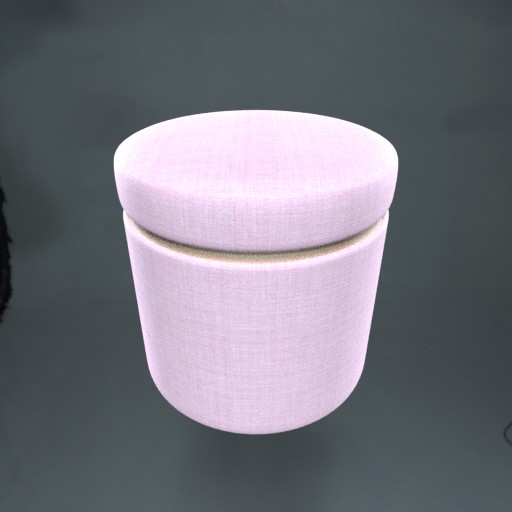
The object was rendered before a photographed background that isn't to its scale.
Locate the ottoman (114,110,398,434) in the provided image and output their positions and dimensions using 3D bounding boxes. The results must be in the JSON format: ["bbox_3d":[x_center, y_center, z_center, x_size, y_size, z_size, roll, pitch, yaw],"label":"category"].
[{"bbox_3d":[0.000,0.000,0.733,0.400,0.406,0.400,0,30,0],"label":"ottoman"}]
